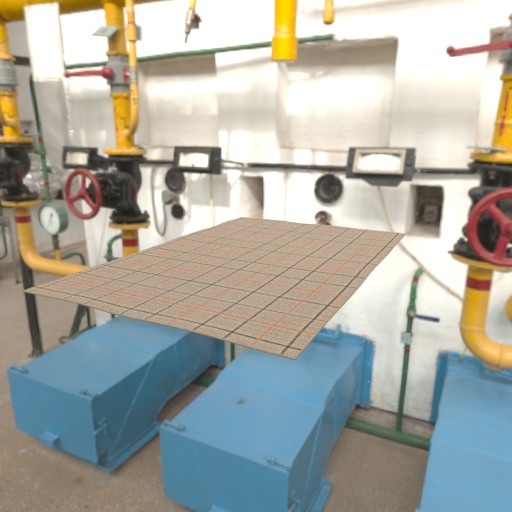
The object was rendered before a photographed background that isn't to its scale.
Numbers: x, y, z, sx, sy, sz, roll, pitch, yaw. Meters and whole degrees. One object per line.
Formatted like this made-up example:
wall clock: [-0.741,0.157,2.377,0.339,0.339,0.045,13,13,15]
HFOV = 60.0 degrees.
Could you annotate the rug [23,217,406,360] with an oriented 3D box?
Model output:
rug: [0.000,0.000,2.343,1.220,0.013,1.829,8,18,27]
